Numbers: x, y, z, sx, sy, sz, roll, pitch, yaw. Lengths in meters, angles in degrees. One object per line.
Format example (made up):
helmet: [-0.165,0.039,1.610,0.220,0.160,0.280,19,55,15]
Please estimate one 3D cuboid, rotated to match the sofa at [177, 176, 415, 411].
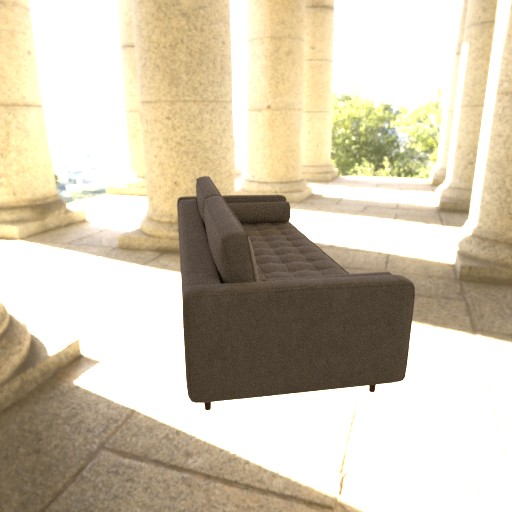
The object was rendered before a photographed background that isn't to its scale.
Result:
sofa: [0.000,0.000,2.711,0.919,0.770,2.200,-3,17,-10]
